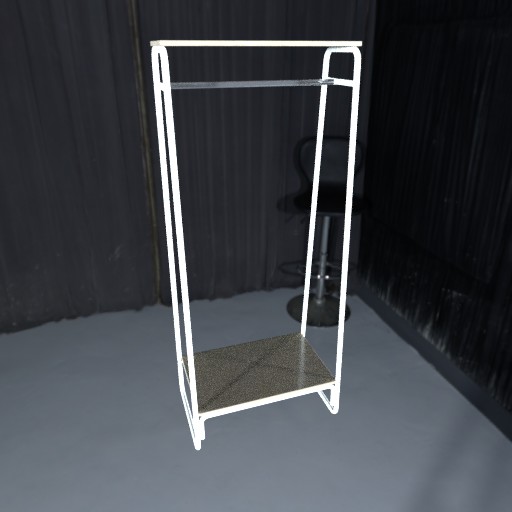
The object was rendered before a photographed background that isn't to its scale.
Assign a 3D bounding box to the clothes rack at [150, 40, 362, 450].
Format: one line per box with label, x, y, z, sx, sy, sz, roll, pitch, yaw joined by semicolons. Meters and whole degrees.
clothes rack;0.000;0.000;1.734;0.640;1.512;0.400;-8;26;-17
